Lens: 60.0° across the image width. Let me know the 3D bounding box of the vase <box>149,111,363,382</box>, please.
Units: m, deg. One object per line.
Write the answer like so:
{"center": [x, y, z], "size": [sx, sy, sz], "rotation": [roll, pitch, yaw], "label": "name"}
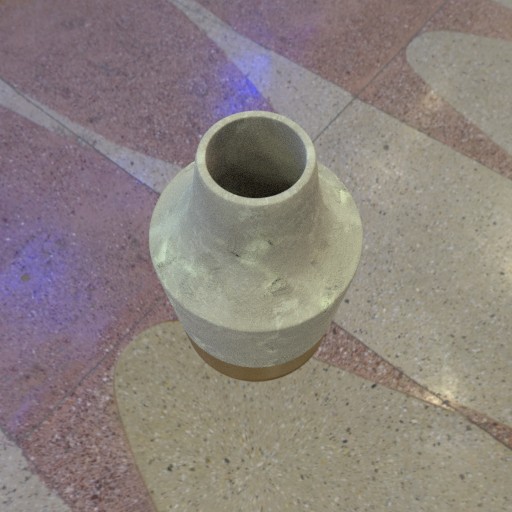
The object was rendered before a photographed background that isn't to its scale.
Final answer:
{"center": [0.000, 0.000, 0.429], "size": [0.184, 0.305, 0.184], "rotation": [0, 64, 0], "label": "vase"}
